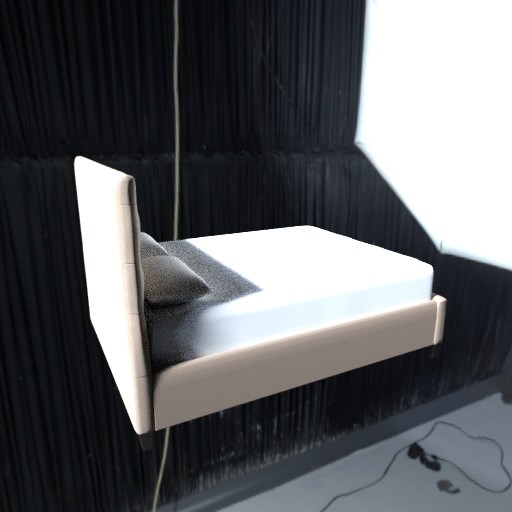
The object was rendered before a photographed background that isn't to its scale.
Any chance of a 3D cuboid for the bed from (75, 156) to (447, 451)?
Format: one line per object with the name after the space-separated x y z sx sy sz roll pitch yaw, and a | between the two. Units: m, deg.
0.000 0.000 3.300 2.233 1.426 1.696 -8 18 -26 | bed
